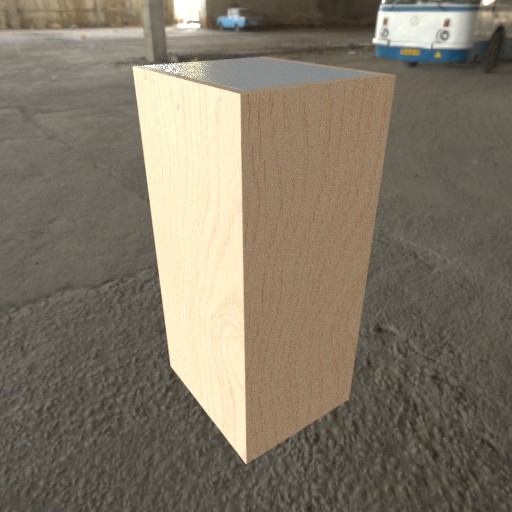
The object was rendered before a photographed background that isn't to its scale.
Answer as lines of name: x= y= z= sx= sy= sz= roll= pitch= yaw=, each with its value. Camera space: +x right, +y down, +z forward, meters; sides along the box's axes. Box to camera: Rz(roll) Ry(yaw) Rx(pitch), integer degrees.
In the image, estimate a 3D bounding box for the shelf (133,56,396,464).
shelf: x=0.000 y=0.000 z=0.771 sx=0.250 sy=0.600 sz=0.290 roll=-19 pitch=35 yaw=-30
